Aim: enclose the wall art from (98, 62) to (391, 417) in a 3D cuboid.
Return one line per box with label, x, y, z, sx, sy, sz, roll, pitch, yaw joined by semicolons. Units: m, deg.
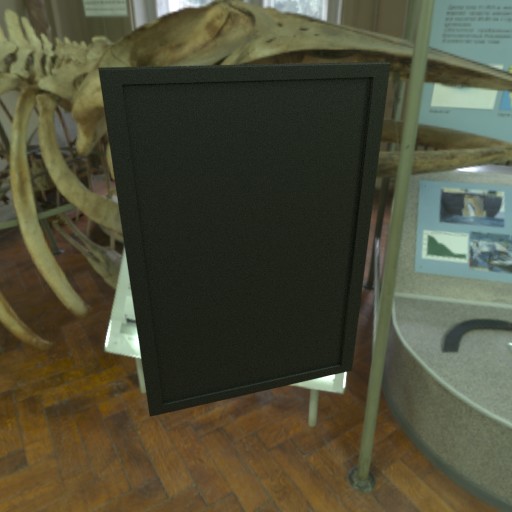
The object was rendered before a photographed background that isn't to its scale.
wall art;0.000;0.000;0.544;0.303;0.431;0.013;-8;28;-16
